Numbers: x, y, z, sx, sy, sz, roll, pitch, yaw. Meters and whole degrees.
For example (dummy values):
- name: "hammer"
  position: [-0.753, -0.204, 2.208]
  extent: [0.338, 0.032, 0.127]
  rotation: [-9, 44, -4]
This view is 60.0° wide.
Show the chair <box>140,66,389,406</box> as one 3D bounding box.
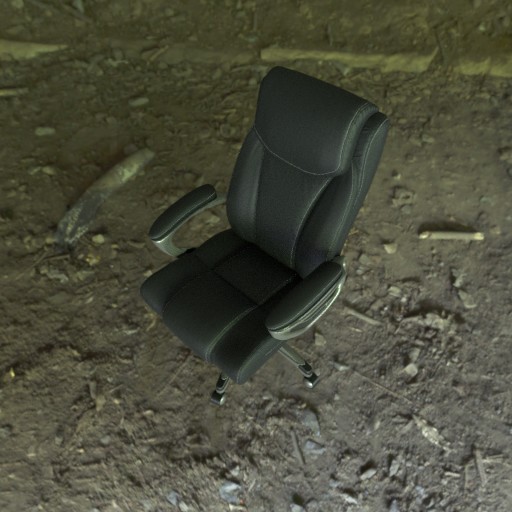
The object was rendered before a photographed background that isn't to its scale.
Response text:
- name: "chair"
  position: [0.000, 0.000, 1.711]
  extent: [0.741, 1.167, 0.784]
  rotation: [34, 56, 27]
